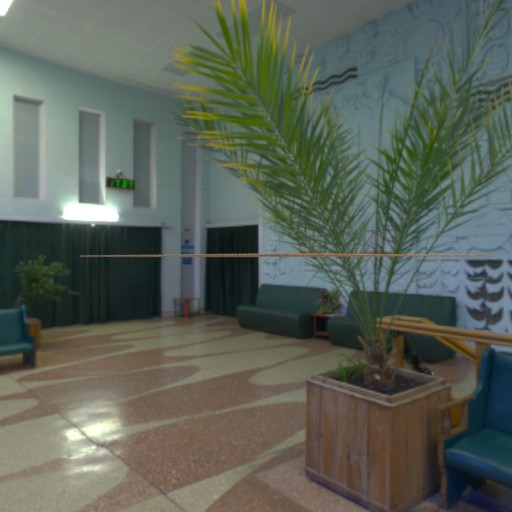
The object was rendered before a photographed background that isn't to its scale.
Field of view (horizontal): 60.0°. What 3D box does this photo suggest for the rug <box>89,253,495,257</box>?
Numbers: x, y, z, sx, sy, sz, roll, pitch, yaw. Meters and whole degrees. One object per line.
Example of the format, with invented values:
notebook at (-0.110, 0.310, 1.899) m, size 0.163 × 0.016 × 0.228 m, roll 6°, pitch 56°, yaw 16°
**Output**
rug at (0.000, 0.000, 2.852) m, size 1.524 × 0.006 × 2.285 m, roll 0°, pitch 0°, yaw -38°
